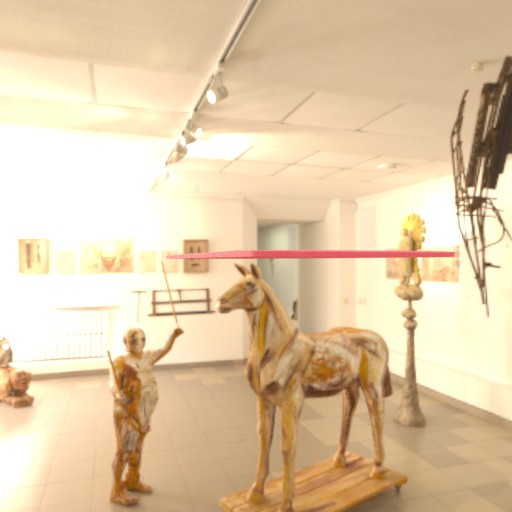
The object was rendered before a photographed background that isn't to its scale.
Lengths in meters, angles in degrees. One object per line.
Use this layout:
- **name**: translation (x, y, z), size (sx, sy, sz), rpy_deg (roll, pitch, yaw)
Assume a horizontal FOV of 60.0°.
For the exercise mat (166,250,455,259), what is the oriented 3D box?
- **exercise mat**: translation (0.000, 0.000, 2.050), size (0.616, 0.021, 1.884), rpy_deg (0, -1, -18)
